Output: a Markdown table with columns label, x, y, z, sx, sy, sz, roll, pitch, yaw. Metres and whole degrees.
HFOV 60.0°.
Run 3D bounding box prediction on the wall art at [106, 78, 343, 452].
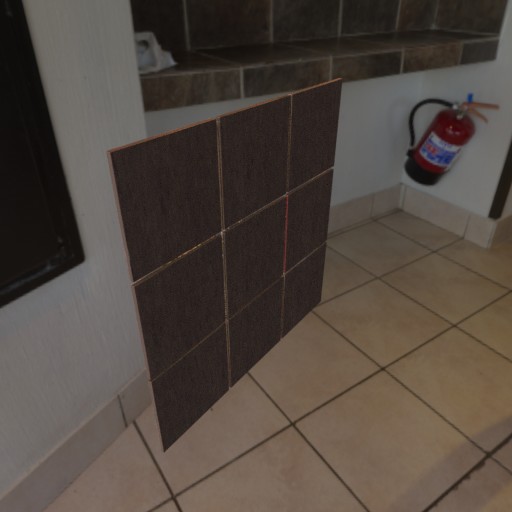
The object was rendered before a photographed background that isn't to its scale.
| label | x | y | z | sx | sy | sz | roll | pitch | yaw |
| --- | --- | --- | --- | --- | --- | --- | --- | --- | --- |
| wall art | 0.000 | 0.000 | 1.381 | 0.013 | 0.914 | 0.915 | 22 | 38 | 31 |
